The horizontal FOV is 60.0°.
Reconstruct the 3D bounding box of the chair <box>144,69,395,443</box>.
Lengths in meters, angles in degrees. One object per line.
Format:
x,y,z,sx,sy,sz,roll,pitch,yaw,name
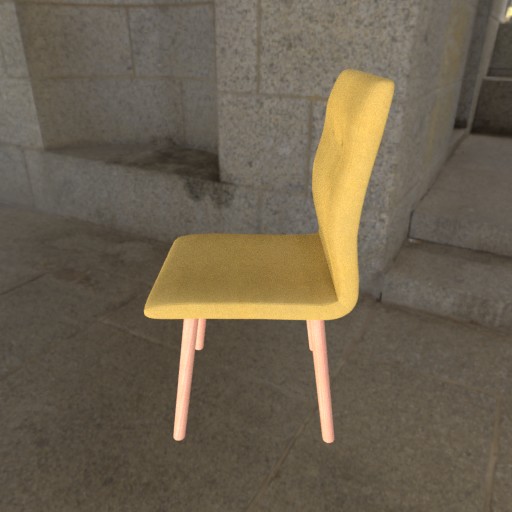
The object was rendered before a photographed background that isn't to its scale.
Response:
0.000,0.000,1.263,0.550,0.965,0.450,0,26,1,chair
